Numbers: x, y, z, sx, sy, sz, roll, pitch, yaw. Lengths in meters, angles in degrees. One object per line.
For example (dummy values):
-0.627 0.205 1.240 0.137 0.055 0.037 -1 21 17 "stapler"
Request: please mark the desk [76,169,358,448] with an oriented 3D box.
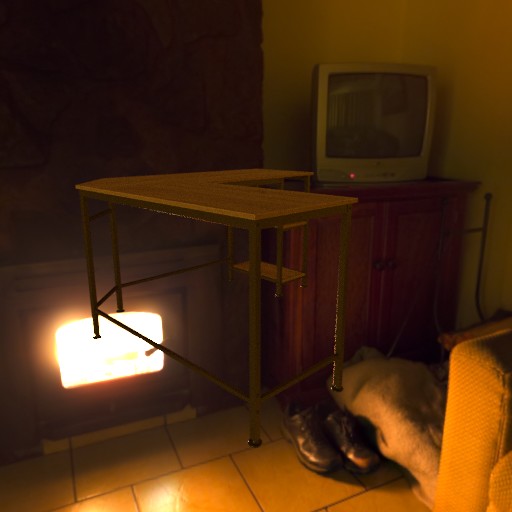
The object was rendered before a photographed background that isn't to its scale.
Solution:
0.000 0.000 2.224 1.379 0.739 1.379 -14 20 -43 "desk"
